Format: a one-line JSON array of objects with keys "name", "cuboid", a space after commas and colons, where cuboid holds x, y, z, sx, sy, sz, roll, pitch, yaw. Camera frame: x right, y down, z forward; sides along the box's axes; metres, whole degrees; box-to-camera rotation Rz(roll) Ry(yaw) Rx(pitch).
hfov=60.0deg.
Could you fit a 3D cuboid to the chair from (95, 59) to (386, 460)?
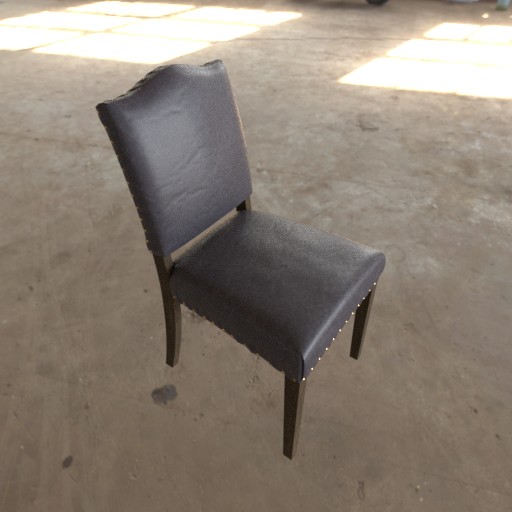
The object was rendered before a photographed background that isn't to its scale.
[{"name": "chair", "cuboid": [0.000, 0.000, 1.318, 0.633, 0.991, 0.500, 24, 45, 27]}]
